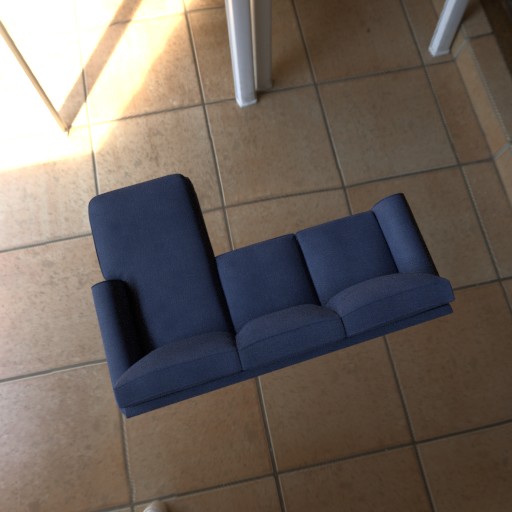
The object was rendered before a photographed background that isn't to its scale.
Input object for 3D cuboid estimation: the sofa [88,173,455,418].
[{"bbox_3d":[0.000,0.000,3.536,2.567,1.063,1.780,-17,76,-4],"label":"sofa"}]
